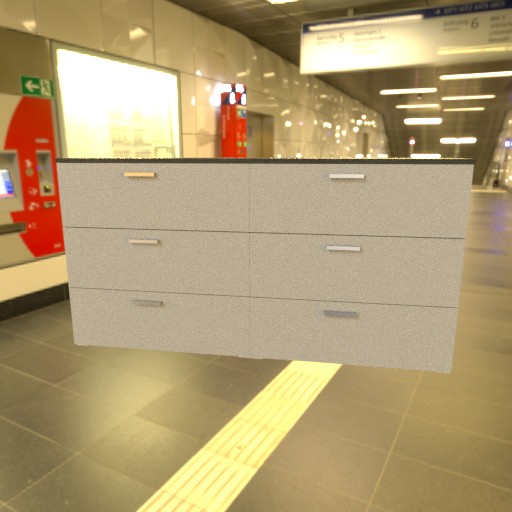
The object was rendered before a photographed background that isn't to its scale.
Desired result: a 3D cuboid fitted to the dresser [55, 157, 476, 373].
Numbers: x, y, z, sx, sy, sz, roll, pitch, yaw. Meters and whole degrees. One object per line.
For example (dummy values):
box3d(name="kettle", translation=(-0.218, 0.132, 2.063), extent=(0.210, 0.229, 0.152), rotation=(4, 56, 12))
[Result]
box3d(name="dresser", translation=(0.000, 0.000, 1.833), extent=(1.535, 0.790, 0.333), rotation=(2, 13, 9))
